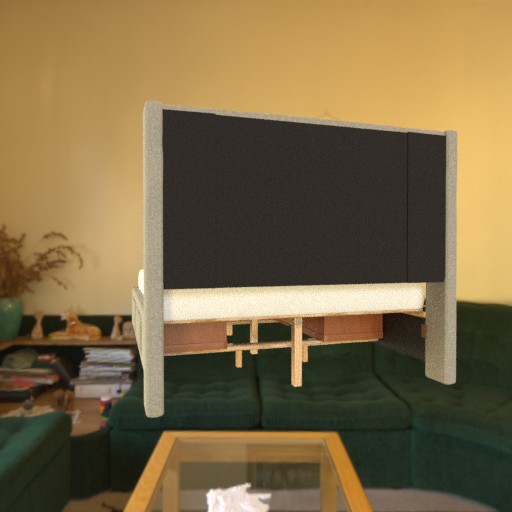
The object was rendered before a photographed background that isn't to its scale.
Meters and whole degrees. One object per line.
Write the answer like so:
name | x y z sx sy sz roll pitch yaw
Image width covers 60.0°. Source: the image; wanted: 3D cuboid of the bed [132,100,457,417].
bed | 0.000 0.000 3.377 1.774 1.491 2.222 0 1 -18
